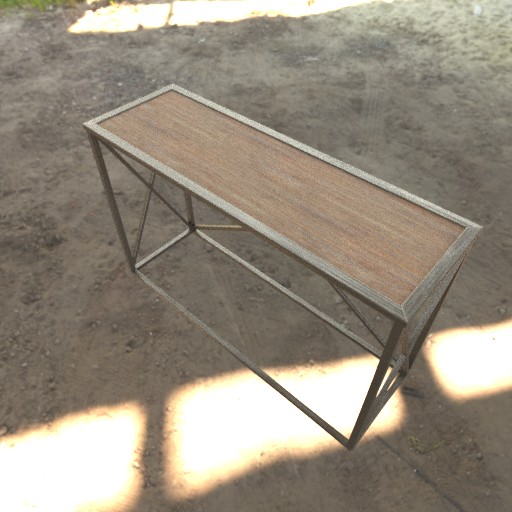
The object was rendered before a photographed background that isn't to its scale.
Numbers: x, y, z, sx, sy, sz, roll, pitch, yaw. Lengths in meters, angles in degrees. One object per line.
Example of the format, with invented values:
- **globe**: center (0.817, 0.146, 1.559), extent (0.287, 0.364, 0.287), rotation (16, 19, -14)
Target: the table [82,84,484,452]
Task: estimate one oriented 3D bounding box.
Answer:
- **table**: center (0.000, 0.000, 1.588), extent (1.216, 0.753, 0.402), rotation (33, 55, 27)
